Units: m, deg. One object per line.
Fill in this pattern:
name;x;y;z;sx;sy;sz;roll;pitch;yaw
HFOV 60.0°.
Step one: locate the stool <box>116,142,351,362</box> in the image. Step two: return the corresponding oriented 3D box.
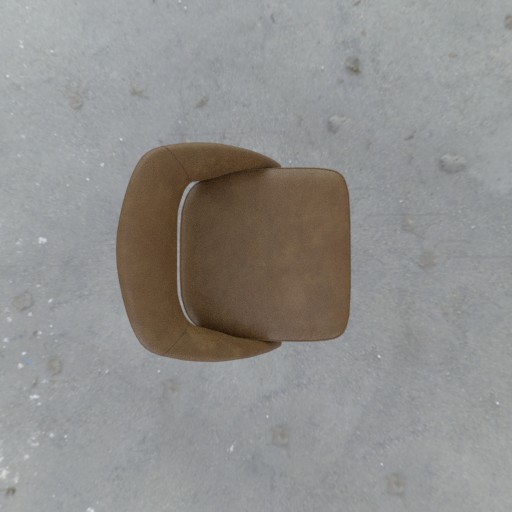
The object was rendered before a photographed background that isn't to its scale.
stool;0.000;0.000;1.318;0.509;1.037;0.494;0;89;0
